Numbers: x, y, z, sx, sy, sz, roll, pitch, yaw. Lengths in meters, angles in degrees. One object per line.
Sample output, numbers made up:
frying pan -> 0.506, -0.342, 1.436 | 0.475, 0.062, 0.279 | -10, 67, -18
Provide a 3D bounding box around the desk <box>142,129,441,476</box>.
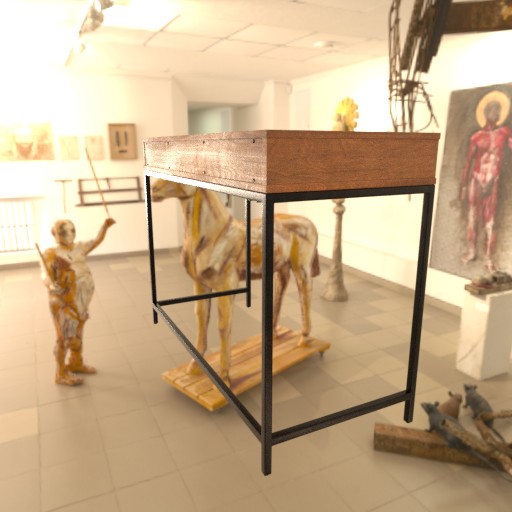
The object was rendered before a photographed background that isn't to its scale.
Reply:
desk -> 0.000, 0.000, 1.459 | 0.470, 0.762, 1.016 | -7, 16, -26
